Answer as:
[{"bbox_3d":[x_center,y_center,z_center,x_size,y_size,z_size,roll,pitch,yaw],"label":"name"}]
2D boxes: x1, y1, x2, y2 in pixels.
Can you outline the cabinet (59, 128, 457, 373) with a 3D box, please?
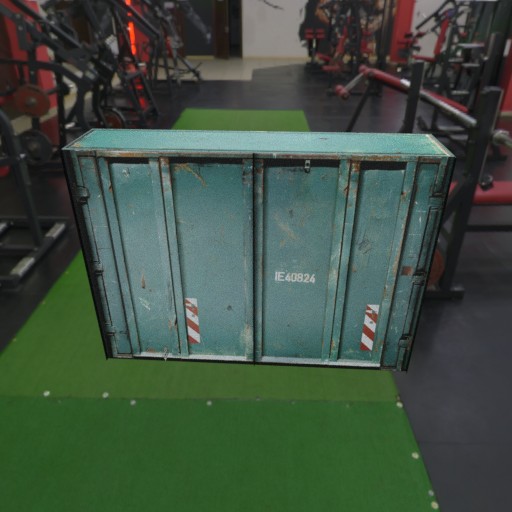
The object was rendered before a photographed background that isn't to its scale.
[{"bbox_3d":[0.000,0.000,4.170,3.001,2.160,0.680,2,30,3],"label":"cabinet"}]
